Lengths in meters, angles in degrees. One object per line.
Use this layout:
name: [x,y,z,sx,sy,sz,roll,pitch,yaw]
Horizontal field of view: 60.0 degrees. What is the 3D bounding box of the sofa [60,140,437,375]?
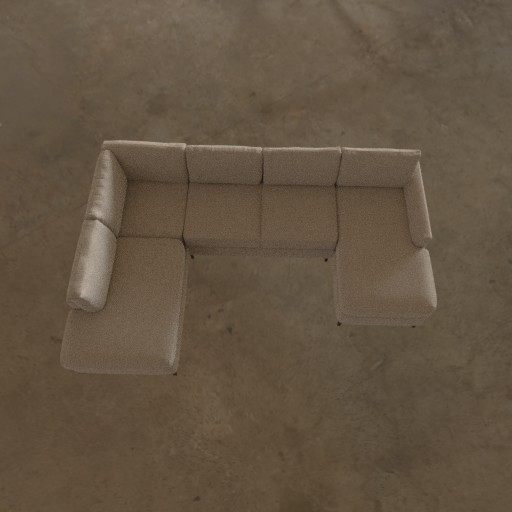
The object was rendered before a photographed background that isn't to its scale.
sofa: [0.000,0.000,3.818,2.984,0.862,1.989,1,64,1]
